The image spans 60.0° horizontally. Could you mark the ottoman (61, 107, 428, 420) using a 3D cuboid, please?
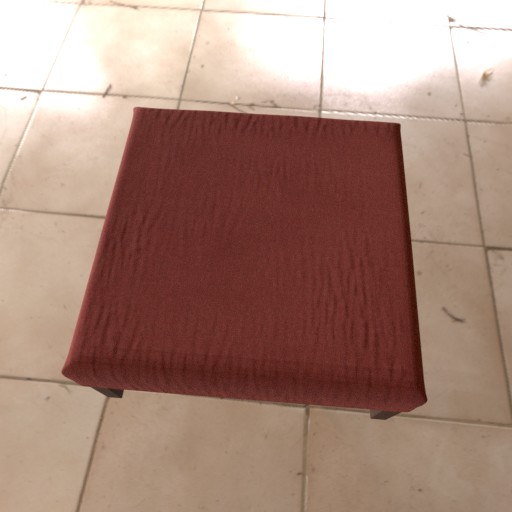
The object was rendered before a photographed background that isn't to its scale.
[{"bbox_3d":[0.000,0.000,1.401,0.889,0.411,0.890,4,63,2],"label":"ottoman"}]
